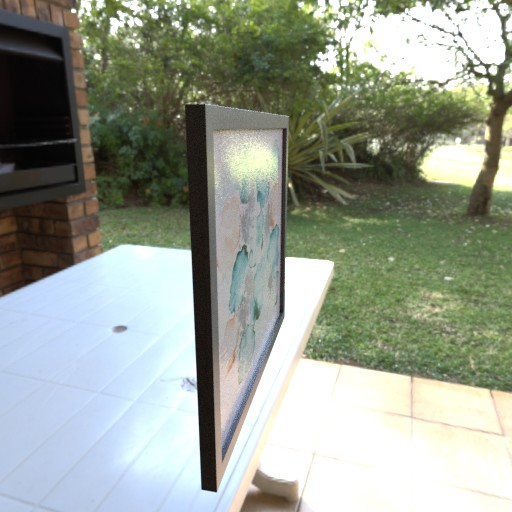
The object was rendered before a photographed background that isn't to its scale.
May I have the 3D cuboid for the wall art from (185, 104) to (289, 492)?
[{"bbox_3d":[0.000,0.000,0.905,0.026,0.558,0.660,4,17,12],"label":"wall art"}]
